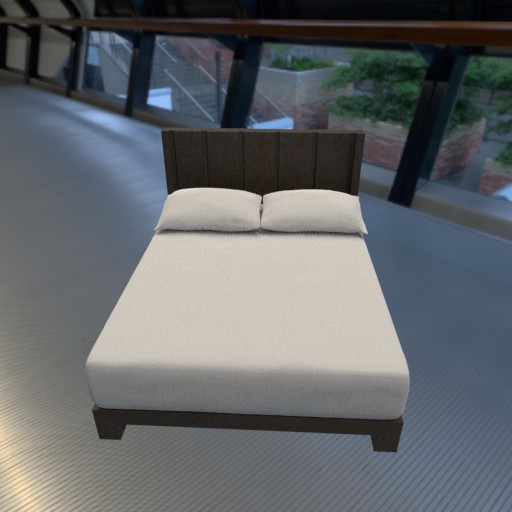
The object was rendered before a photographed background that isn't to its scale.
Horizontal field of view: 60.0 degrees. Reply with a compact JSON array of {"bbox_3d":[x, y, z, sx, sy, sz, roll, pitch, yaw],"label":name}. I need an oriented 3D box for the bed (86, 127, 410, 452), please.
[{"bbox_3d":[0.000,0.000,3.195,1.727,1.270,2.242,1,30,3],"label":"bed"}]
